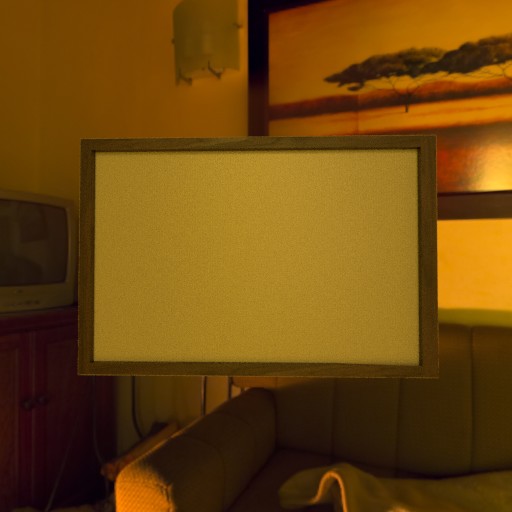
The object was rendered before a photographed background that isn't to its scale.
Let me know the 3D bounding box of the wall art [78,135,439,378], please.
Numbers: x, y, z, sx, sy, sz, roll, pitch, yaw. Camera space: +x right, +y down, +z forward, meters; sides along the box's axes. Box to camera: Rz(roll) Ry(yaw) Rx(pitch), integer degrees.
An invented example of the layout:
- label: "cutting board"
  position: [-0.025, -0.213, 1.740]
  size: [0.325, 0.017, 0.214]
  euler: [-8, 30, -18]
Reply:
- label: "wall art"
  position: [0.000, 0.000, 1.431]
  size: [1.138, 0.761, 0.051]
  euler: [0, -1, 2]
